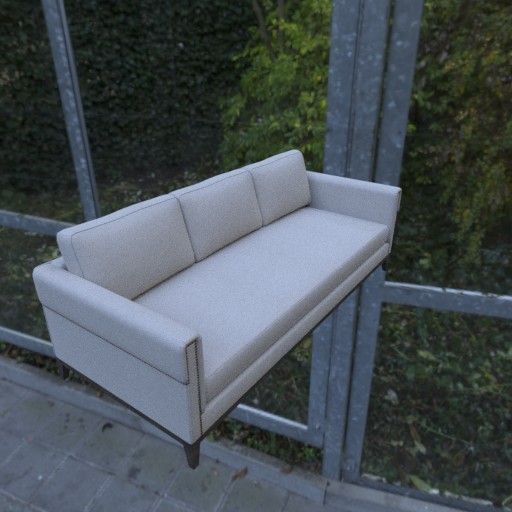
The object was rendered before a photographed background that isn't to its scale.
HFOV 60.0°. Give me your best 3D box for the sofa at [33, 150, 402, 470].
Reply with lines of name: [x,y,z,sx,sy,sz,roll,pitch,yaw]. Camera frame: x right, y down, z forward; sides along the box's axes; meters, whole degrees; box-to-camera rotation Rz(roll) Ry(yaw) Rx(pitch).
sofa: [0.000,0.000,2.666,0.959,0.838,2.210,18,31,32]
